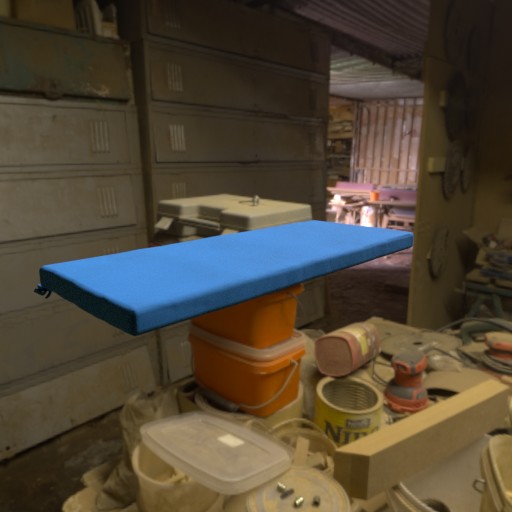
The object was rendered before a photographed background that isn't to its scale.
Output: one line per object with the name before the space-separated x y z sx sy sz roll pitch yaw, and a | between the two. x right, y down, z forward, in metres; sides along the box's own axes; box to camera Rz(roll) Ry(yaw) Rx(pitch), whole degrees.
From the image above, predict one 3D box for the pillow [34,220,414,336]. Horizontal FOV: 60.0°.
pillow | 0.000 0.000 1.369 0.492 0.081 1.187 12 18 43
